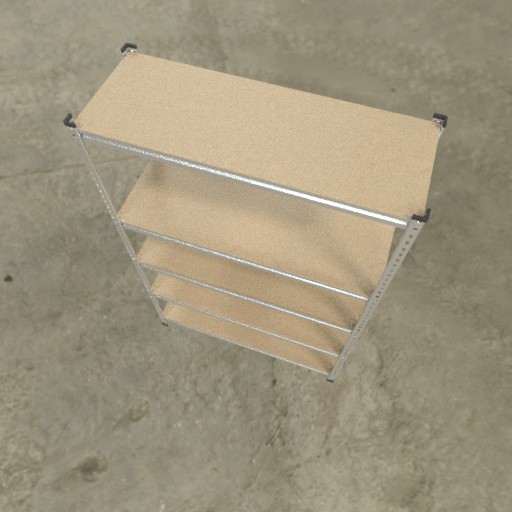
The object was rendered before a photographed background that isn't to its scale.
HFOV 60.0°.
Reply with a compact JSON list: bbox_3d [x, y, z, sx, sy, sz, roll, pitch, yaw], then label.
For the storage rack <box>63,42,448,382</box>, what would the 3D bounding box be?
[{"bbox_3d":[0.000,0.000,2.280,1.219,1.829,0.457,17,61,10],"label":"storage rack"}]
